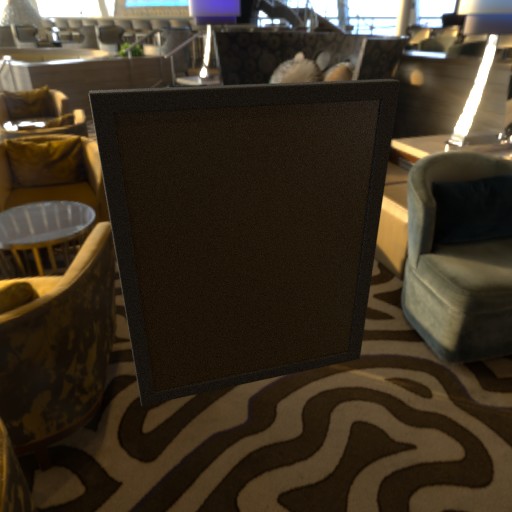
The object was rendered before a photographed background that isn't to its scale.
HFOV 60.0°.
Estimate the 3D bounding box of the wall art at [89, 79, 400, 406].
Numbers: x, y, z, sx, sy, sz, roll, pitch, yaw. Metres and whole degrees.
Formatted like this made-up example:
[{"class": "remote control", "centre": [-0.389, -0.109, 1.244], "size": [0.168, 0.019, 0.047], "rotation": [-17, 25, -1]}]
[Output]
[{"class": "wall art", "centre": [0.000, 0.000, 0.770], "size": [0.457, 0.558, 0.028], "rotation": [-8, 29, -15]}]
